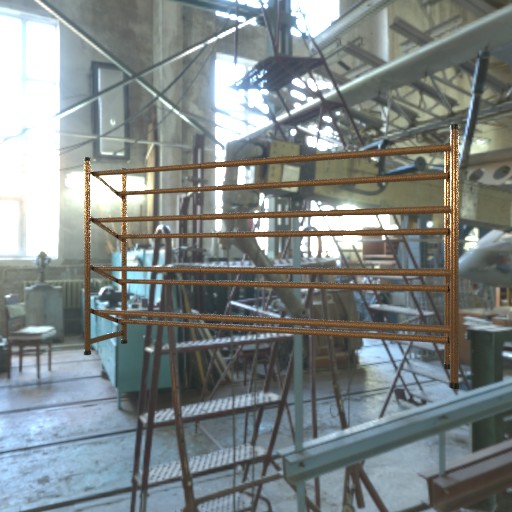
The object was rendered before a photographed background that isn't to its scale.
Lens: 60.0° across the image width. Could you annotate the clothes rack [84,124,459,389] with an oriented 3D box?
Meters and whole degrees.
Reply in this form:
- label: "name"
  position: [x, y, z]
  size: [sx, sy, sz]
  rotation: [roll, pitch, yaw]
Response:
- label: "clothes rack"
  position: [0.000, 0.000, 1.417]
  size: [1.168, 0.672, 0.229]
  rotation: [0, 0, 19]
